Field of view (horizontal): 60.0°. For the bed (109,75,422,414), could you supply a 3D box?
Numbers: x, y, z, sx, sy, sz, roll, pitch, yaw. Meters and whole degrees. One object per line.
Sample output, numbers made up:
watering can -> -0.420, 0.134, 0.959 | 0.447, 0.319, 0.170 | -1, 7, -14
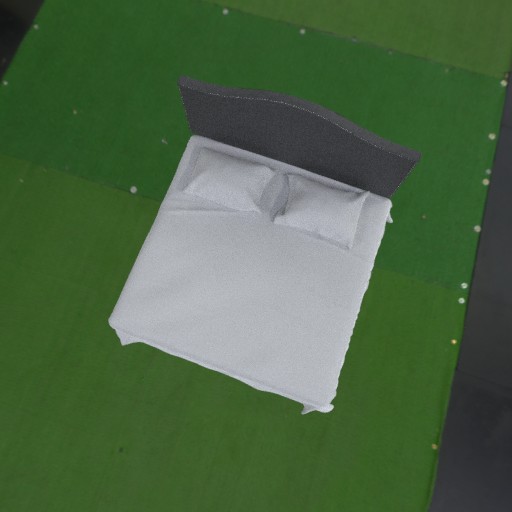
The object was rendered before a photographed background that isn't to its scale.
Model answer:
bed -> 0.000, 0.000, 3.777 | 2.314, 1.651, 2.219 | 19, 76, 5
